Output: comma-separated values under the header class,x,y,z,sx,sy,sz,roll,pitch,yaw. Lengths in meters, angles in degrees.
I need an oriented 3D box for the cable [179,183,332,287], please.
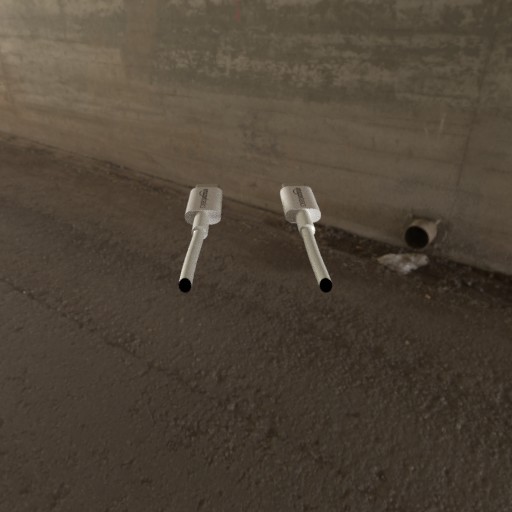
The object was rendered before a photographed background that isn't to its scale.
class,x,y,z,sx,sy,sz,roll,pitch,yaw
cable,0.000,0.000,0.112,0.041,0.005,0.098,-1,30,-2
